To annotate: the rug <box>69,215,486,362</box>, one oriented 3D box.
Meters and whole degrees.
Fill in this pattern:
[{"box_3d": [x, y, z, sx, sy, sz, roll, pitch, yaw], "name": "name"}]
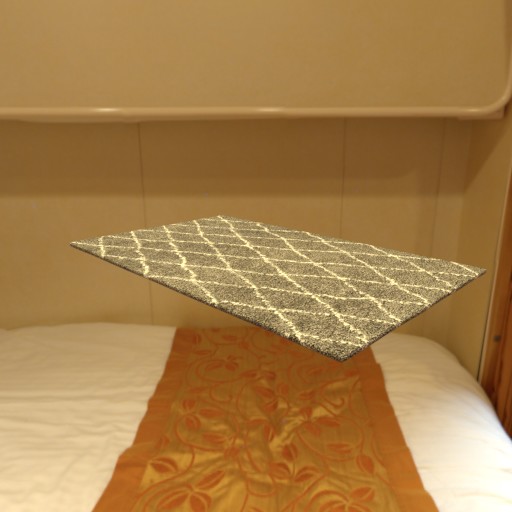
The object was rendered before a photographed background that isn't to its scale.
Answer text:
[{"box_3d": [0.000, 0.000, 2.991, 1.524, 0.030, 2.438, -16, 22, -43], "name": "rug"}]
